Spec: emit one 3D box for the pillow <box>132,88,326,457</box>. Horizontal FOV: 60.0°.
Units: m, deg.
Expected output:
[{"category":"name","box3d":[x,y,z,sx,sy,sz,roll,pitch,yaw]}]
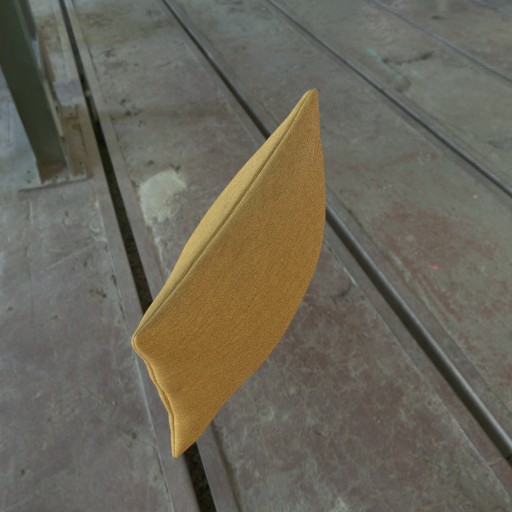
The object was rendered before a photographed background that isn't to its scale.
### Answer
[{"category":"pillow","box3d":[0.000,0.000,0.792,0.210,0.354,0.634,17,49,15]}]
